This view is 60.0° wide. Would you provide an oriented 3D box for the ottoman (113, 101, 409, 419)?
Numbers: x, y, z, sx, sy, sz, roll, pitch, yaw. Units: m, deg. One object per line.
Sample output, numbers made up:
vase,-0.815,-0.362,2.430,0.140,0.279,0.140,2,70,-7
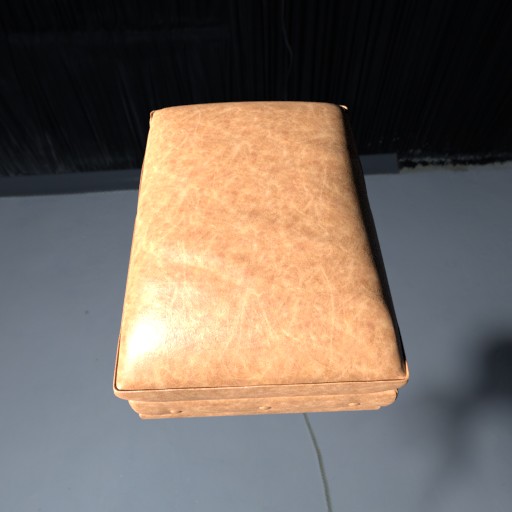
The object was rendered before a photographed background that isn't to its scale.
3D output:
ottoman,0.000,0.000,1.053,0.533,0.480,0.710,-2,57,-1
